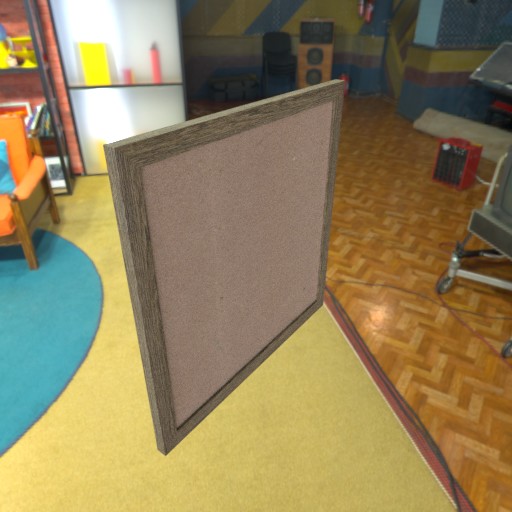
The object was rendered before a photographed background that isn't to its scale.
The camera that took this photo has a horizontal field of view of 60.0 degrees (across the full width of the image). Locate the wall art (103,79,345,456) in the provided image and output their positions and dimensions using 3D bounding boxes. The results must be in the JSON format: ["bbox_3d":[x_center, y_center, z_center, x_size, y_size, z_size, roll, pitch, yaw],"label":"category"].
[{"bbox_3d":[0.000,0.000,0.766,0.019,0.508,0.508,21,37,31],"label":"wall art"}]
